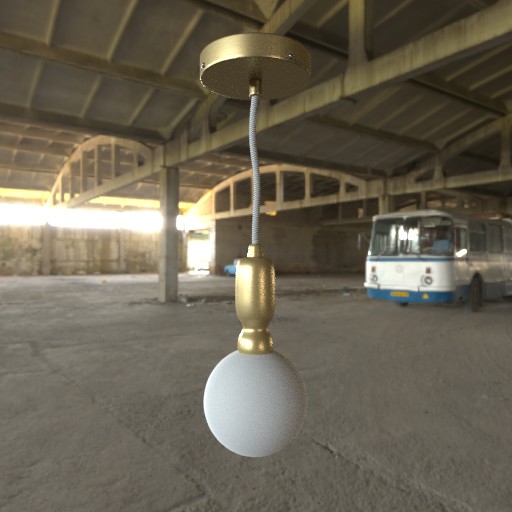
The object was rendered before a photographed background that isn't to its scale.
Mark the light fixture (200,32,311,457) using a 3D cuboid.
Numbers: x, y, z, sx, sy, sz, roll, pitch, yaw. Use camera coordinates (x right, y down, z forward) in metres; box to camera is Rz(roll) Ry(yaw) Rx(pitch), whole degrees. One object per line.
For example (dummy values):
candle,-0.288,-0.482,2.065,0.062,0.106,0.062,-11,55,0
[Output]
light fixture,0.000,0.000,0.575,0.147,0.510,0.146,0,0,-35
